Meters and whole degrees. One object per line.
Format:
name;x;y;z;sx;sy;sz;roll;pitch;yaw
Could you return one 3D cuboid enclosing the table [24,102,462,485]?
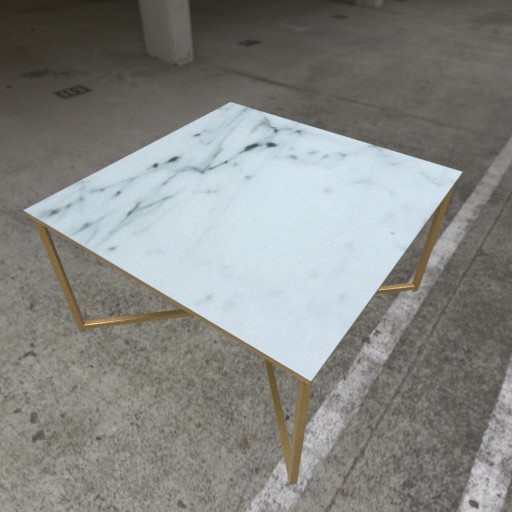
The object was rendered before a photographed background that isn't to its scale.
table;0.000;0.000;1.279;0.800;0.450;0.800;26;47;26
